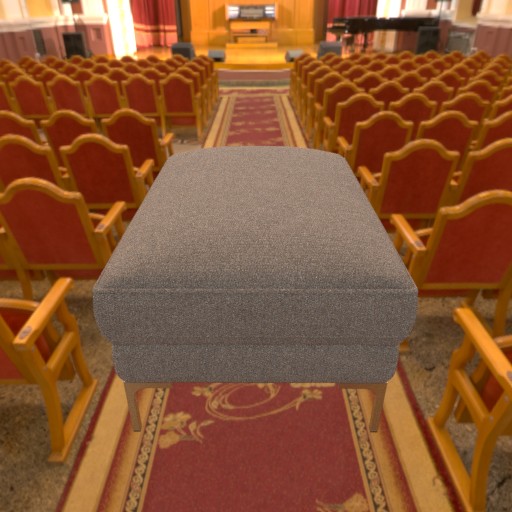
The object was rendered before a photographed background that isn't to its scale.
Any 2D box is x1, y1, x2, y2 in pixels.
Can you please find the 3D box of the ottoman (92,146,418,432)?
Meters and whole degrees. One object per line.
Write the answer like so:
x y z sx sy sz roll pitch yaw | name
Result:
0.000 0.000 1.183 0.583 0.464 0.785 0 30 0 | ottoman
